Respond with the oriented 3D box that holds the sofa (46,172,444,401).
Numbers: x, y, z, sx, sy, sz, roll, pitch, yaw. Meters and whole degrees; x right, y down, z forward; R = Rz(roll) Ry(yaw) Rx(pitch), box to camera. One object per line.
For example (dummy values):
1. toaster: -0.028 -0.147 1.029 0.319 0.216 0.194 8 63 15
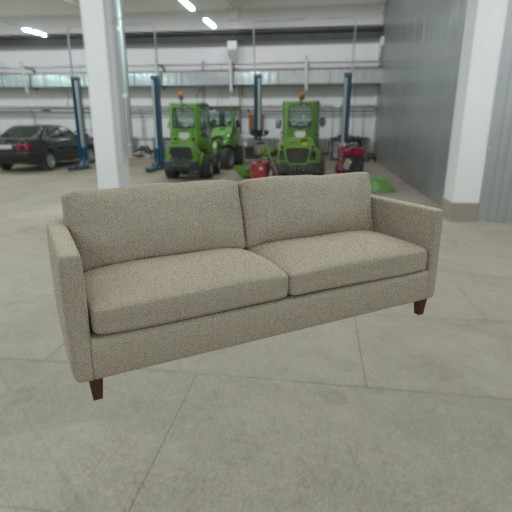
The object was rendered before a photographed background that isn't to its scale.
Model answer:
1. sofa: 0.000 0.000 2.922 2.434 0.965 0.951 -9 19 -26
